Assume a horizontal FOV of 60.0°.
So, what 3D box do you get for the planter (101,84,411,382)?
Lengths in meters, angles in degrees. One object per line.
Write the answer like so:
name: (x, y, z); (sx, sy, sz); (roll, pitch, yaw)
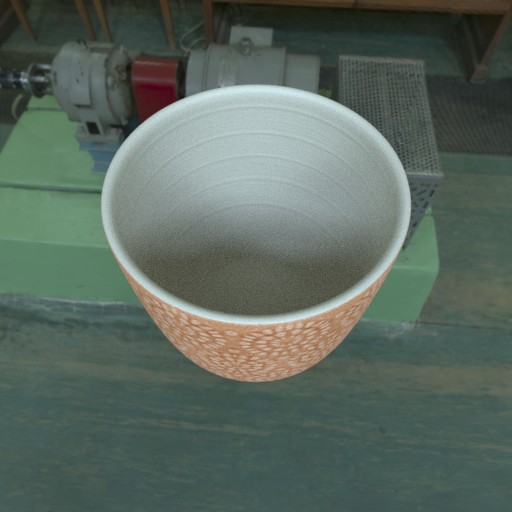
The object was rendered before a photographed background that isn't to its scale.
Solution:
planter: (0.000, 0.000, 0.380); (0.208, 0.190, 0.208); (0, 58, 0)
